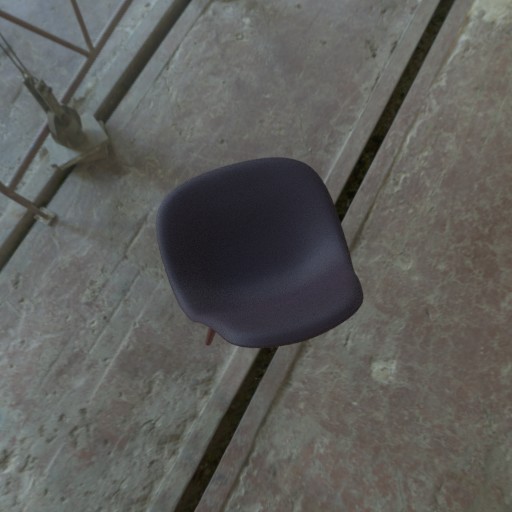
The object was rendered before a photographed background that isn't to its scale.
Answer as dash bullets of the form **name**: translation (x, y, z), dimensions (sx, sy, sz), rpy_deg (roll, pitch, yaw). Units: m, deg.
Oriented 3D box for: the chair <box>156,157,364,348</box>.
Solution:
- **chair**: translation (0.000, 0.000, 1.175), dimensions (0.470, 0.826, 0.533), rpy_deg (-17, 75, -5)
